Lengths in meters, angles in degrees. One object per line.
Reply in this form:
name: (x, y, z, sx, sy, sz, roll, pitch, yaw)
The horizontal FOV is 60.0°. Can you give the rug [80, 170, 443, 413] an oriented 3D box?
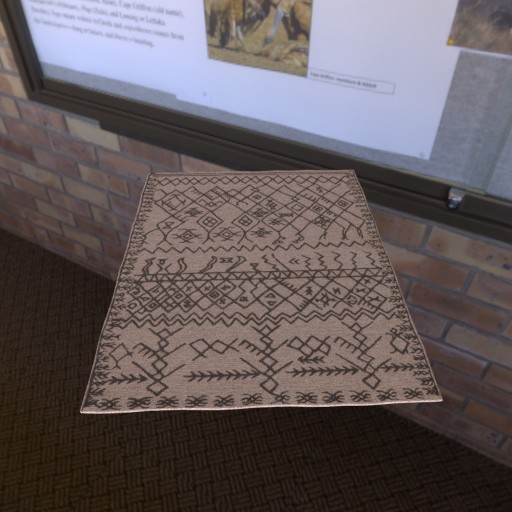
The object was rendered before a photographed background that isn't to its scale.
rug: (0.000, 0.000, 3.284, 1.964, 0.025, 2.455, -1, 41, -1)
